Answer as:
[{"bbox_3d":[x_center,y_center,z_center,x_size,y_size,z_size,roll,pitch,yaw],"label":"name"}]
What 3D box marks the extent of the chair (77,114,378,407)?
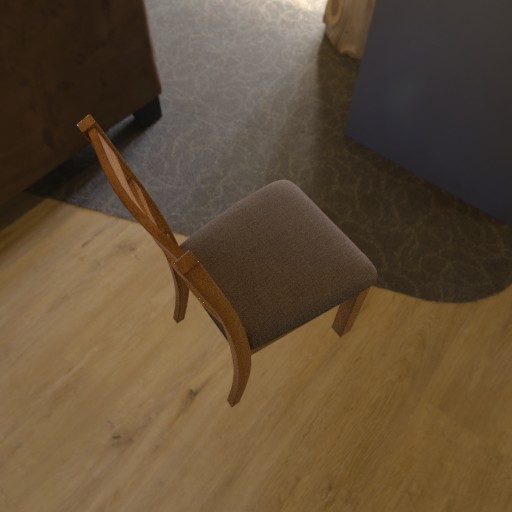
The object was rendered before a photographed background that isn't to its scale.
[{"bbox_3d":[0.000,0.000,1.242,0.581,0.949,0.470,-31,63,-18],"label":"chair"}]
